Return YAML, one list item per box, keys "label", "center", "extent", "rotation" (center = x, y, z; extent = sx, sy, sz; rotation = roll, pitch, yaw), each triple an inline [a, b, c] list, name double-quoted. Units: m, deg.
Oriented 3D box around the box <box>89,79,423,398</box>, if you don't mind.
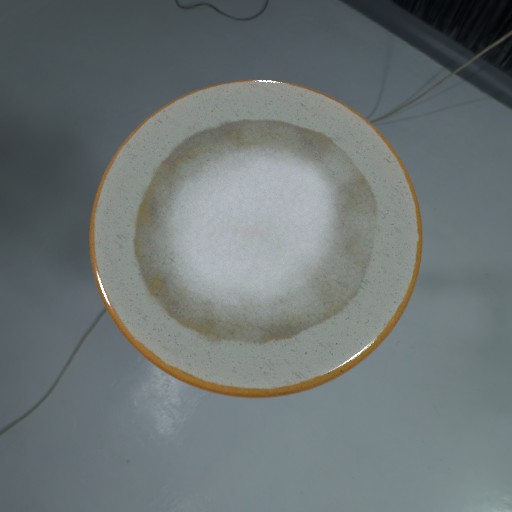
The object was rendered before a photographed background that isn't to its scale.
- label: "box"
  center: [0.000, 0.000, 0.207]
  extent: [0.123, 0.100, 0.123]
  rotation: [0, 75, 0]
